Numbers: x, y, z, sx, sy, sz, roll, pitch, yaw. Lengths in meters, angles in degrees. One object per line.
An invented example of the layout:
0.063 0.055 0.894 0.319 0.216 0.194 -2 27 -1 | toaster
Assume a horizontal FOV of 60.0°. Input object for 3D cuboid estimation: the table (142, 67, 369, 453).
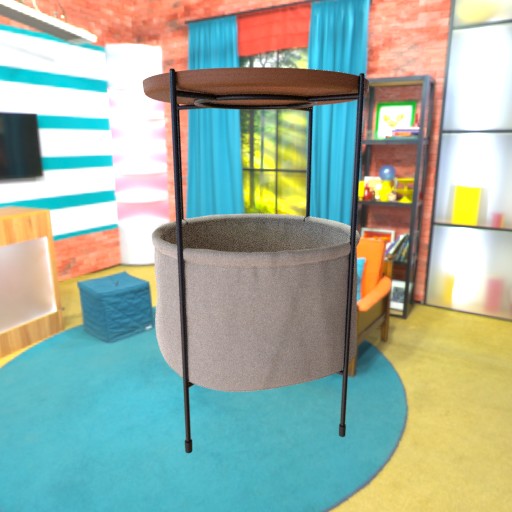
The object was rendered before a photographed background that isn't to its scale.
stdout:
0.000 0.000 0.853 0.393 0.623 0.393 -2 14 -8 | table
